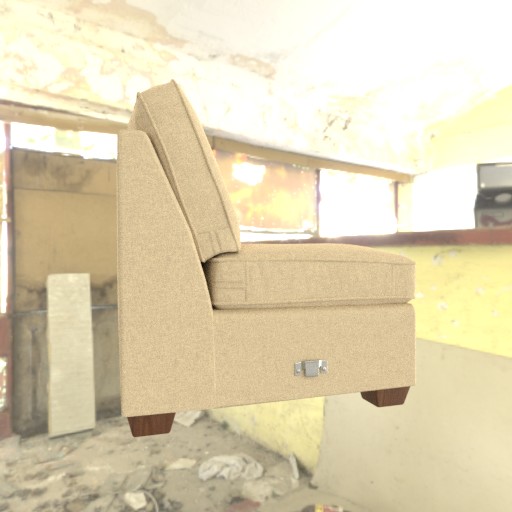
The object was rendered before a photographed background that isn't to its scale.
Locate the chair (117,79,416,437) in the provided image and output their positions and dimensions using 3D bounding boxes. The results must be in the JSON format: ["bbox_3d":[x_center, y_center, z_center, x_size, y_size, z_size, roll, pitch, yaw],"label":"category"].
[{"bbox_3d":[0.000,0.000,1.566,0.938,0.970,0.621,0,0,-18],"label":"chair"}]
